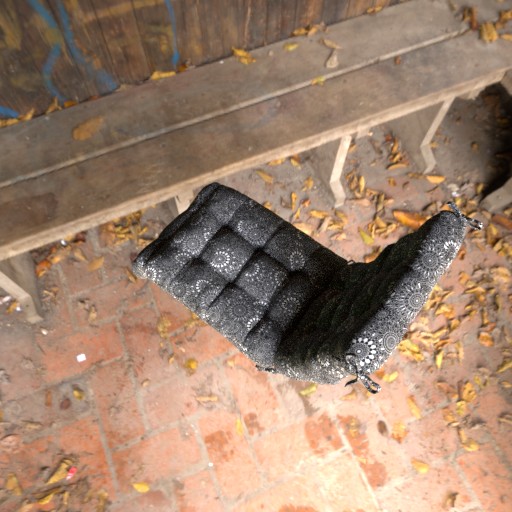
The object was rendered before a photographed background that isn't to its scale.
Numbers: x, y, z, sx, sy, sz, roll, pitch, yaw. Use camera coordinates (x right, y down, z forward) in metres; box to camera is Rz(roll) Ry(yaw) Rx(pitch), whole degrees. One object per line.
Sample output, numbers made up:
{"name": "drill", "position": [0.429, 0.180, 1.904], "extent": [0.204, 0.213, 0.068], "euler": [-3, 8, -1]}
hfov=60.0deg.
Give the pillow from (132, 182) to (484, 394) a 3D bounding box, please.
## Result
{"name": "pillow", "position": [0.000, 0.000, 1.486], "extent": [1.016, 0.863, 0.526], "euler": [35, 69, 15]}
